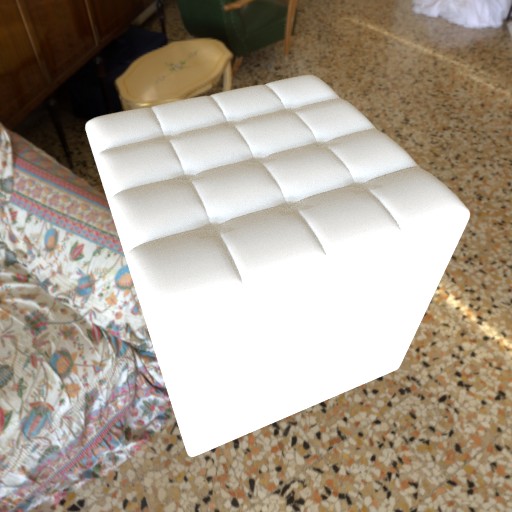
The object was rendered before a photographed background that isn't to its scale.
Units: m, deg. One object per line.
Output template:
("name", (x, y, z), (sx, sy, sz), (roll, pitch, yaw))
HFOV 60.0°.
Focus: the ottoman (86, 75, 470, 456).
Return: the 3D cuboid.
("ottoman", (0.000, 0.000, 0.785), (0.425, 0.432, 0.425), (-17, 49, -16))
